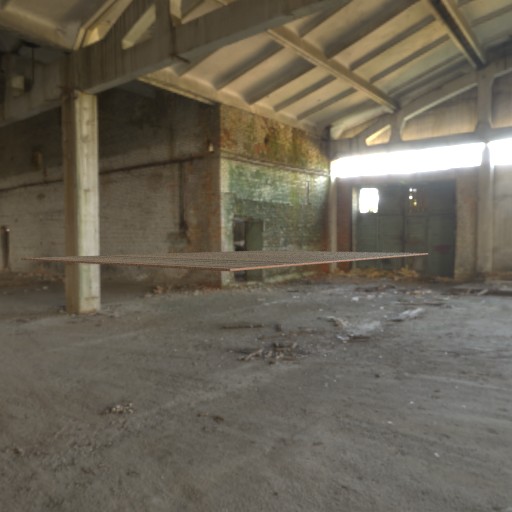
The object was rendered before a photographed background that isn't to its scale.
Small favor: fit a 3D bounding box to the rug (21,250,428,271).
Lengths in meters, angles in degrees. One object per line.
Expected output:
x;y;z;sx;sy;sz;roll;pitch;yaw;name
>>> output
0.000;0.000;2.305;1.219;0.008;1.829;2;3;37;rug
